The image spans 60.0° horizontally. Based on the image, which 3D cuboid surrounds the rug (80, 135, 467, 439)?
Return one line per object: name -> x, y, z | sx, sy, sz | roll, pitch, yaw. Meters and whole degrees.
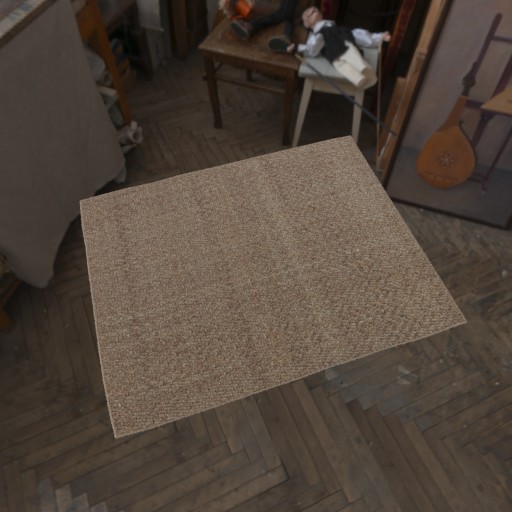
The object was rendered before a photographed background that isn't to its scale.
rug -> 0.000, 0.000, 4.156 | 3.048, 0.013, 2.439 | -15, 59, -10
